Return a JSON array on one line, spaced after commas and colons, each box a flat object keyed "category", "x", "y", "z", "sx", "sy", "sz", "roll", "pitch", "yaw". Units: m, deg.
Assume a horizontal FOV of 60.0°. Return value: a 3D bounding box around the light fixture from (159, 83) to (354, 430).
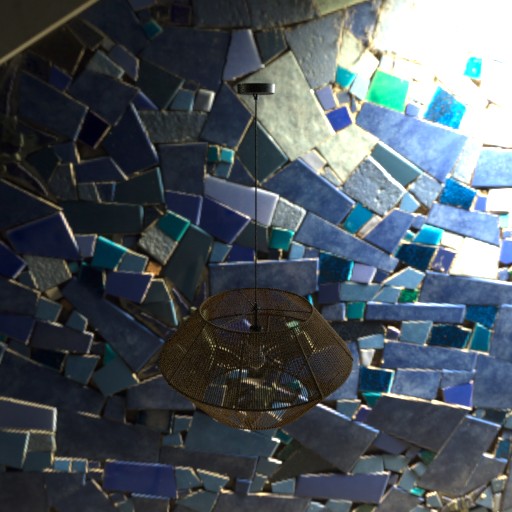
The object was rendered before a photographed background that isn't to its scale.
[{"category": "light fixture", "x": 0.000, "y": 0.000, "z": 1.394, "sx": 0.643, "sy": 1.009, "sz": 0.643, "roll": 0, "pitch": 17, "yaw": 0}]
